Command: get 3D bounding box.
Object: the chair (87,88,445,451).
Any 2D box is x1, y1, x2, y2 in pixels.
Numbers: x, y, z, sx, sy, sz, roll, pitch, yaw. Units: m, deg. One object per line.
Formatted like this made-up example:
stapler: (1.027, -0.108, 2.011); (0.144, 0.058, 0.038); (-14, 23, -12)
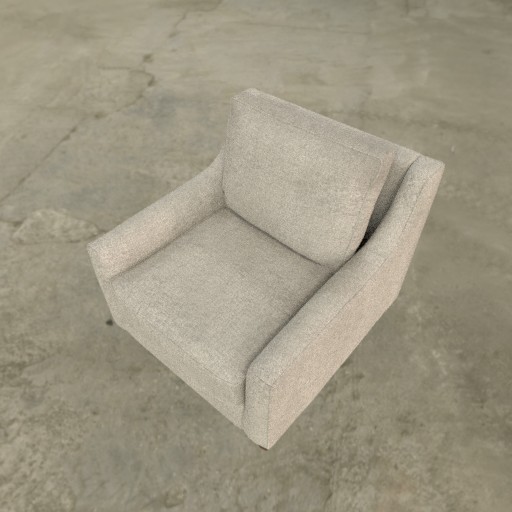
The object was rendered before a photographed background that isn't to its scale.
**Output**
chair: (0.000, 0.000, 1.597); (0.838, 0.864, 0.918); (32, 54, 27)
